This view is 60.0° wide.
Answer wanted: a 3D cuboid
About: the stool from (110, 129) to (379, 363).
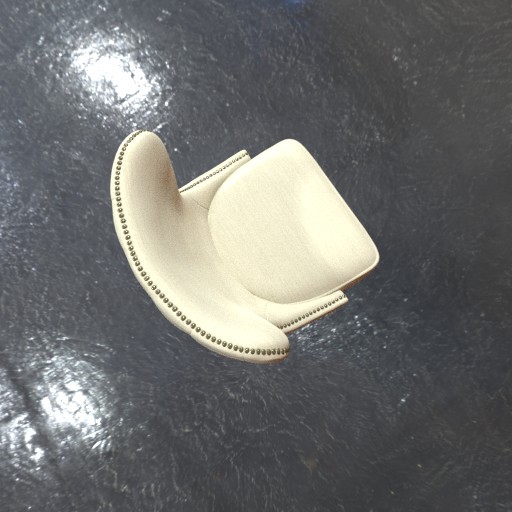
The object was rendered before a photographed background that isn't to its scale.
[{"bbox_3d":[0.000,0.000,1.404,0.597,0.972,0.615,-31,78,-8],"label":"stool"}]
